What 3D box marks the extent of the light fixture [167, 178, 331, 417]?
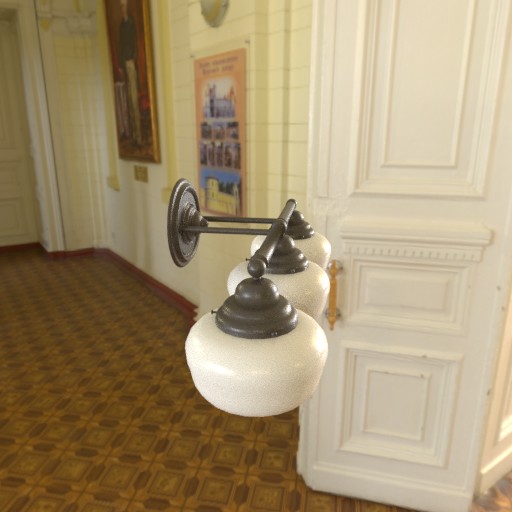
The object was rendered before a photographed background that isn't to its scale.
[{"bbox_3d":[0.000,0.000,0.710,0.239,0.242,0.587,3,17,9],"label":"light fixture"}]
